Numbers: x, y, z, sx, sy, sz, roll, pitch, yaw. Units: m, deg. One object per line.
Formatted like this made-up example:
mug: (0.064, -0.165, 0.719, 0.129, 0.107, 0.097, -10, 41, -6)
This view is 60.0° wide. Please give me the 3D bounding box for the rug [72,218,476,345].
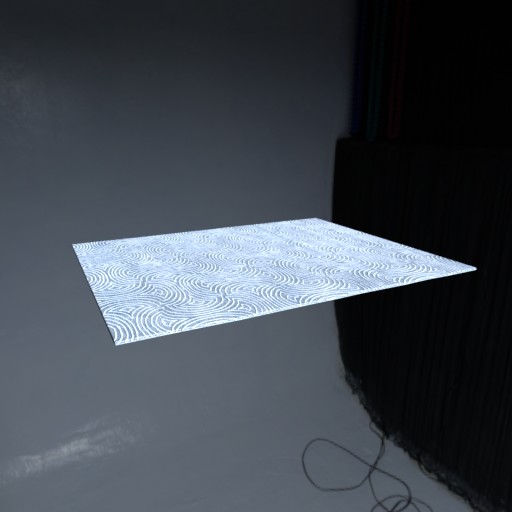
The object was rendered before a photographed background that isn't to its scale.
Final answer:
rug: (0.000, 0.000, 4.214, 3.042, 0.021, 2.456, -8, 18, -26)
